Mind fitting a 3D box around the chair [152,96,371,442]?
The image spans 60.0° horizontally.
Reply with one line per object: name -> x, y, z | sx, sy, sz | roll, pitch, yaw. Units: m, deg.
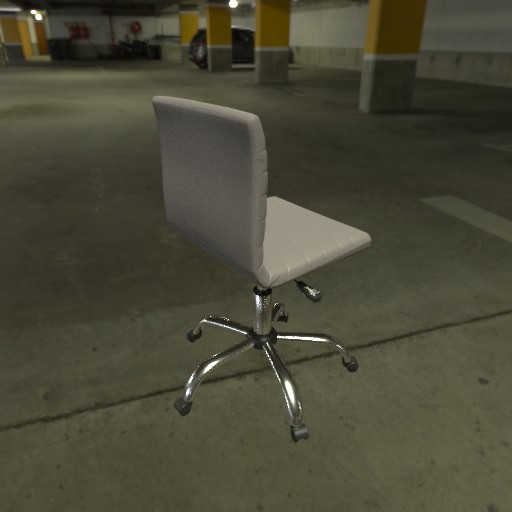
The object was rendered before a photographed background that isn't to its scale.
chair -> 0.000, 0.000, 1.149 | 0.530, 0.780, 0.556 | -18, 32, -33
